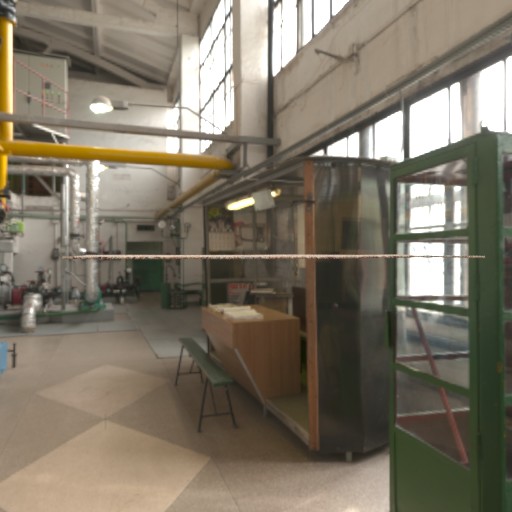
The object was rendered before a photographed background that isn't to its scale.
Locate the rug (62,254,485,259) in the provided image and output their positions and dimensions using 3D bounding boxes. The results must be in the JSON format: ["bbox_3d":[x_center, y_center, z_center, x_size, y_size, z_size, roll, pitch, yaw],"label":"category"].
[{"bbox_3d":[0.000,0.000,4.295,3.226,0.024,2.436,0,0,-18],"label":"rug"}]
